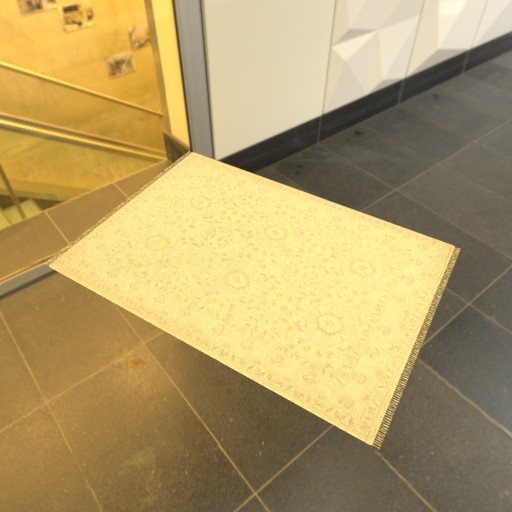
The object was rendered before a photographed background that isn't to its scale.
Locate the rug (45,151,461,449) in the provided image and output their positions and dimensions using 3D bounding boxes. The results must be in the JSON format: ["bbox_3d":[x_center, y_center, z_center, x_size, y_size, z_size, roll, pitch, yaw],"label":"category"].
[{"bbox_3d":[0.000,0.000,2.867,2.233,0.011,1.514,24,50,21],"label":"rug"}]
